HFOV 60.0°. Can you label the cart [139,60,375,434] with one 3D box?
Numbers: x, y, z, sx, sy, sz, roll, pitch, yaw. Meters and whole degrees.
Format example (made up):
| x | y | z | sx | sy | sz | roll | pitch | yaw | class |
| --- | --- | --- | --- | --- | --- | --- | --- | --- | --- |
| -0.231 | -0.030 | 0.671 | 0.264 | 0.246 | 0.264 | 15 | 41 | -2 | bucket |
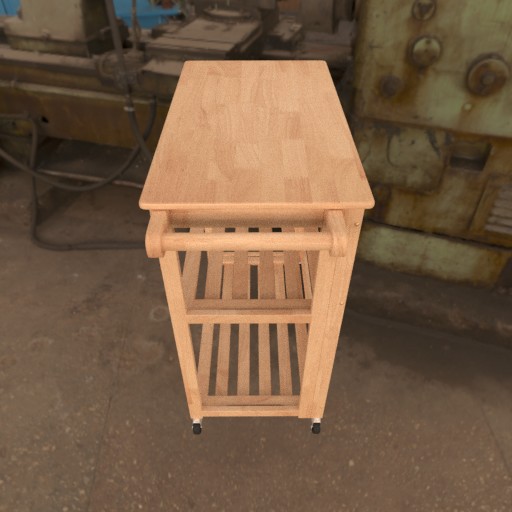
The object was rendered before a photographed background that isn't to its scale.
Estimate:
| x | y | z | sx | sy | sz | roll | pitch | yaw | class |
| --- | --- | --- | --- | --- | --- | --- | --- | --- | --- |
| 0.000 | 0.000 | 1.351 | 0.432 | 0.879 | 0.853 | 0 | 42 | 0 | cart |
